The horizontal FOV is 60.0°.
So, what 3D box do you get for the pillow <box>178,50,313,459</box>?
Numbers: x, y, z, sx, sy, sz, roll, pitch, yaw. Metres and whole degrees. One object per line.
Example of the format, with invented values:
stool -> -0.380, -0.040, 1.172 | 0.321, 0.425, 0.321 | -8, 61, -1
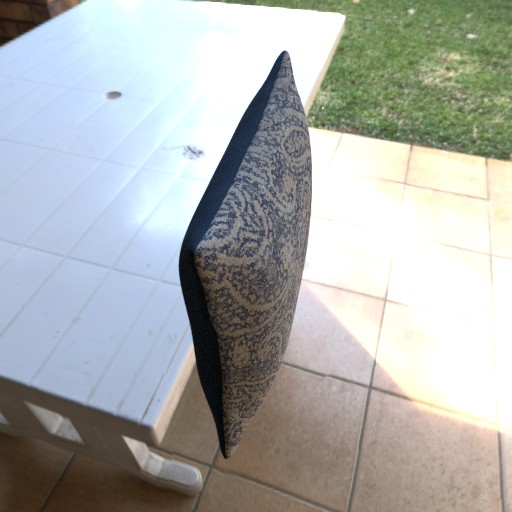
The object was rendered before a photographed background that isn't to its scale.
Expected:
pillow -> 0.000, 0.000, 0.778 | 0.166, 0.510, 0.523 | 9, 46, 9
